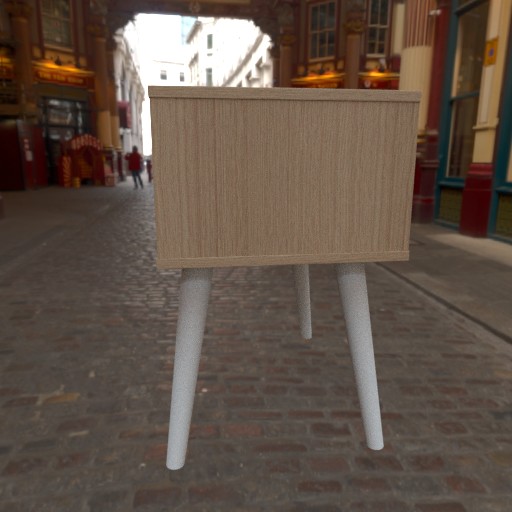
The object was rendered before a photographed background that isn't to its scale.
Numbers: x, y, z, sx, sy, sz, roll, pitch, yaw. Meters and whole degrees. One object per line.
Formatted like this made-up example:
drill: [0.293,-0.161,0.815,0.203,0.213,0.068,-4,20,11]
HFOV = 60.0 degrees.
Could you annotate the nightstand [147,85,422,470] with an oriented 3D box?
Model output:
nightstand: [0.000,0.000,0.960,0.407,0.610,0.571,-2,13,-8]
